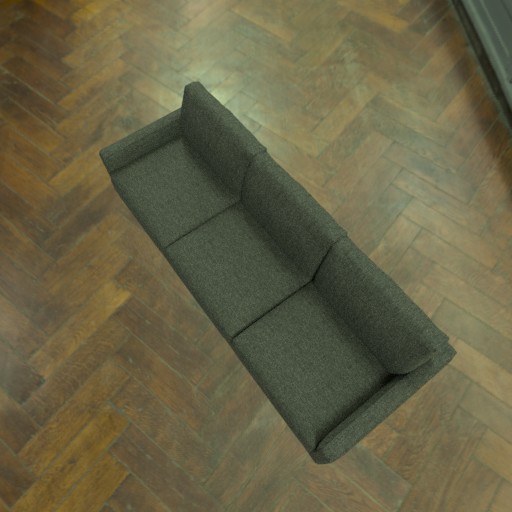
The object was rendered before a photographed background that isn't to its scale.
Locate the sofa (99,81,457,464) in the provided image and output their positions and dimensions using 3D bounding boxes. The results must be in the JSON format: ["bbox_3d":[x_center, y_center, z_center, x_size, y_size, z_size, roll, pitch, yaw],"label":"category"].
[{"bbox_3d":[0.000,0.000,2.657,0.876,0.879,2.253,-34,68,-15],"label":"sofa"}]
